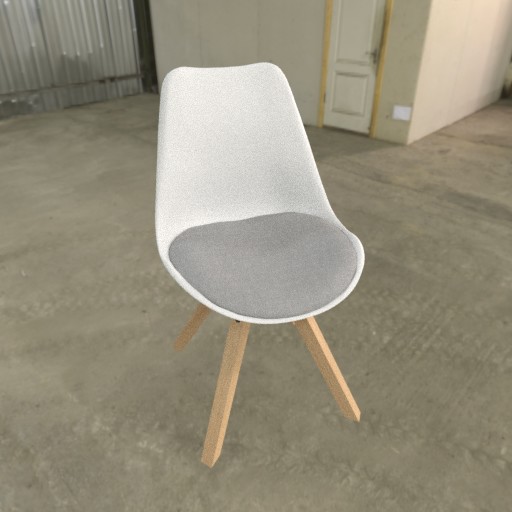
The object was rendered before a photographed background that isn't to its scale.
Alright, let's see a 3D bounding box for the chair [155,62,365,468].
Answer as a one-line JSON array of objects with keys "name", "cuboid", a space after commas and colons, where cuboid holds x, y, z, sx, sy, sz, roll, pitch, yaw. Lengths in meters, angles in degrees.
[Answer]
[{"name": "chair", "cuboid": [0.000, 0.000, 1.147, 0.485, 0.850, 0.550, -10, 33, -16]}]
